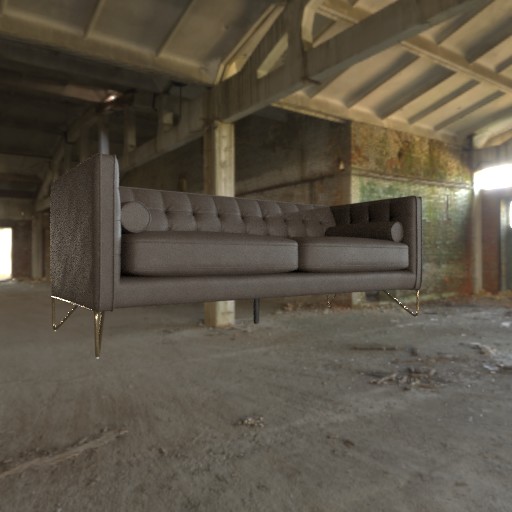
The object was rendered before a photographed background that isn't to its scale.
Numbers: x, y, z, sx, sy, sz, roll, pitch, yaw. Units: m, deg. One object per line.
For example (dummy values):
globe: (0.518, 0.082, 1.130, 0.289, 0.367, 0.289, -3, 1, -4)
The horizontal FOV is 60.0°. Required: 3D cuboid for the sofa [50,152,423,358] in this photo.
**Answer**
sofa: (0.000, 0.000, 2.590, 2.087, 0.789, 0.867, 0, 0, -36)
